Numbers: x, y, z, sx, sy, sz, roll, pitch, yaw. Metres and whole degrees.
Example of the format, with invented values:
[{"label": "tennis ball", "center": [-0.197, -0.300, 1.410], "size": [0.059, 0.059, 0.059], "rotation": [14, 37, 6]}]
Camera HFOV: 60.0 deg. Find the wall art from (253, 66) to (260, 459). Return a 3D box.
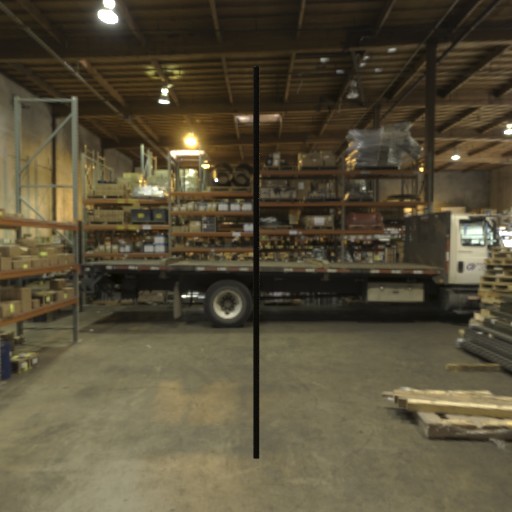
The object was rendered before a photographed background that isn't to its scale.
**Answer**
[{"label": "wall art", "center": [0.000, 0.000, 1.508], "size": [0.013, 0.811, 1.192], "rotation": [0, 2, 0]}]
